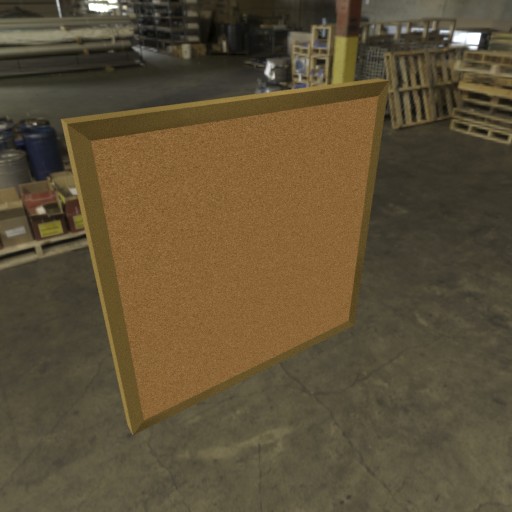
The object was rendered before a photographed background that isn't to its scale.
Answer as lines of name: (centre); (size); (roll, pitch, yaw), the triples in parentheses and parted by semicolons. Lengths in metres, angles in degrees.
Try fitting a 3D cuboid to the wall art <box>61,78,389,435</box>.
wall art: (0.000, 0.000, 1.105); (0.762, 0.762, 0.038); (-19, 35, -29)
